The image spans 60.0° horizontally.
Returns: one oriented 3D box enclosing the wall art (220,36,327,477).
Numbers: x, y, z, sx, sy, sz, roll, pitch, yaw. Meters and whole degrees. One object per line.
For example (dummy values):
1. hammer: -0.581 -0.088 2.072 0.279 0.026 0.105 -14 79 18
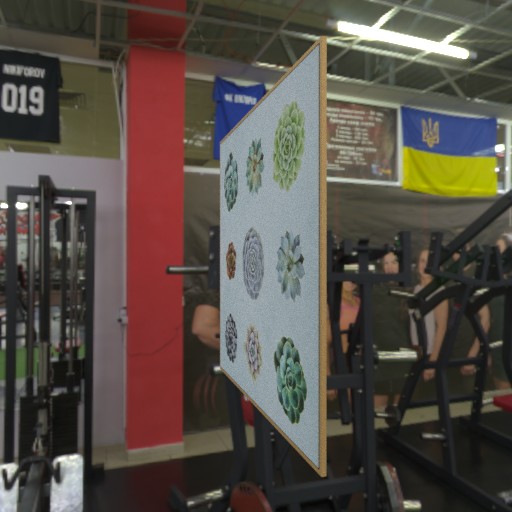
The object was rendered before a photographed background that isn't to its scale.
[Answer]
1. wall art: 0.000 0.000 1.422 0.013 0.959 0.962 0 0 -18
